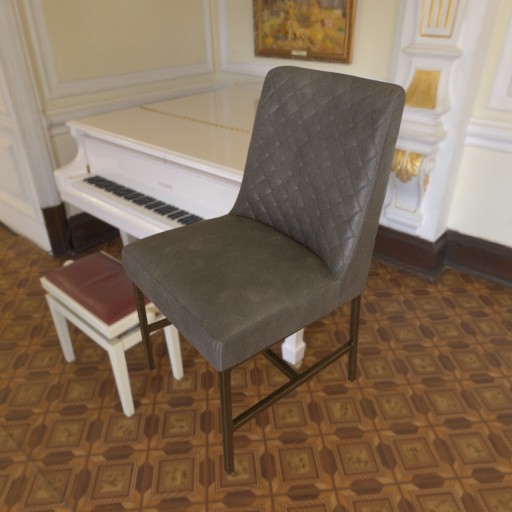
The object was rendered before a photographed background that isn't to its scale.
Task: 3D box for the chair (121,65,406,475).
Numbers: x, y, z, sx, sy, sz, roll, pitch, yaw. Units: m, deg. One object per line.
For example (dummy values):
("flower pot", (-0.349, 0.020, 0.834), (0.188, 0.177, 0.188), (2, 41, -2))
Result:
("chair", (0.000, 0.000, 1.216), (0.587, 0.889, 0.508), (-21, 37, -31))
